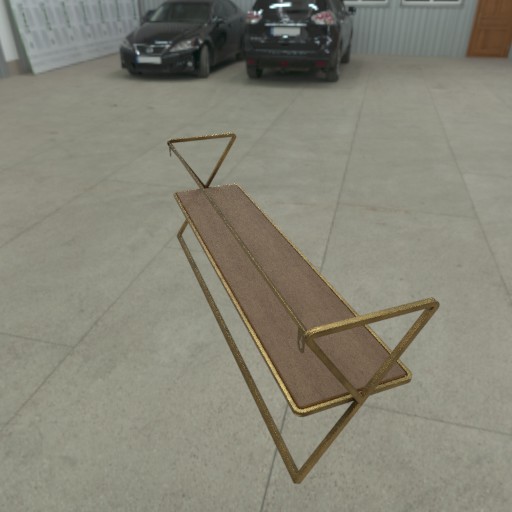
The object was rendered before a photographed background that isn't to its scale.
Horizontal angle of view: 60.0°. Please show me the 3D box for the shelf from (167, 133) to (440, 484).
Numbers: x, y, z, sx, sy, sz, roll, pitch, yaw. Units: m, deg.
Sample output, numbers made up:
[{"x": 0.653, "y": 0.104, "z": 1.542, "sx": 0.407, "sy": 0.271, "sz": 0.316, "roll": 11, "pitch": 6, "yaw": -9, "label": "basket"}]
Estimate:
[{"x": 0.000, "y": 0.000, "z": 0.735, "sx": 0.150, "sy": 0.229, "sz": 0.645, "roll": -11, "pitch": 33, "yaw": -18, "label": "shelf"}]
